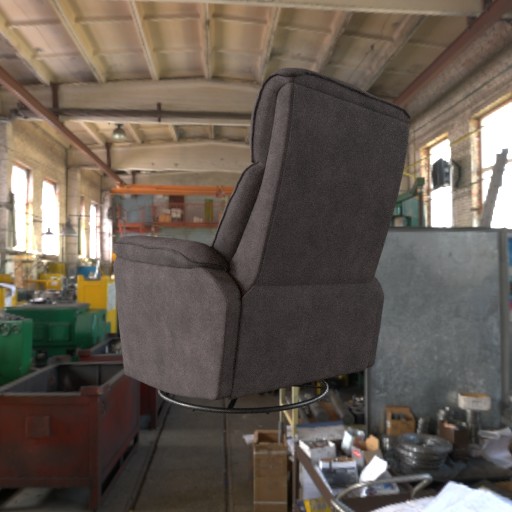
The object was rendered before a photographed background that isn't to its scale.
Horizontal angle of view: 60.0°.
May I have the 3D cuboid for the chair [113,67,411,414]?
[{"bbox_3d":[0.000,0.000,1.693,0.830,1.035,1.009,1,-2,-38],"label":"chair"}]
